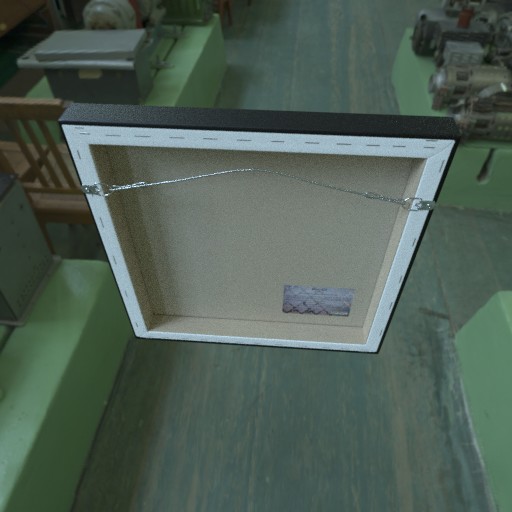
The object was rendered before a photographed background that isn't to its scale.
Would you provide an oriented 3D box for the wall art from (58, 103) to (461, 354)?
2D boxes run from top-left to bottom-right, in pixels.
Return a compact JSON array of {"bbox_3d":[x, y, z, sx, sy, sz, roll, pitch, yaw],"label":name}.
[{"bbox_3d":[0.000,0.000,0.600,0.406,0.407,0.041,3,47,3],"label":"wall art"}]
